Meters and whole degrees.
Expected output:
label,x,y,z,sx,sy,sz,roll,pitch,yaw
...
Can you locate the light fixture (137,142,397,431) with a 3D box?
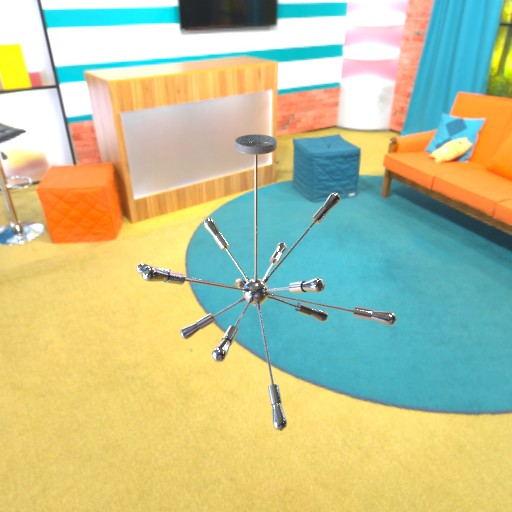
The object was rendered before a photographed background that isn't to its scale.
label,x,y,z,sx,sy,sz,roll,pitch,yaw
light fixture,0.000,0.000,1.060,0.684,0.558,0.509,10,33,16
